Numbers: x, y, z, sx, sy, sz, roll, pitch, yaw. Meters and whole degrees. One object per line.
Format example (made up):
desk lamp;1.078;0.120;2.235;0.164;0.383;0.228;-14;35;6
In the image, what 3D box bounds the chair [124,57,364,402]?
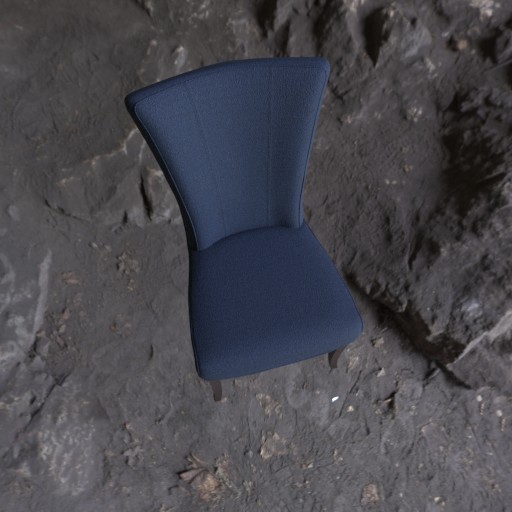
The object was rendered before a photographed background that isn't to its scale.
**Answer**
chair;0.000;0.000;1.400;0.520;0.991;0.660;-14;63;-7
